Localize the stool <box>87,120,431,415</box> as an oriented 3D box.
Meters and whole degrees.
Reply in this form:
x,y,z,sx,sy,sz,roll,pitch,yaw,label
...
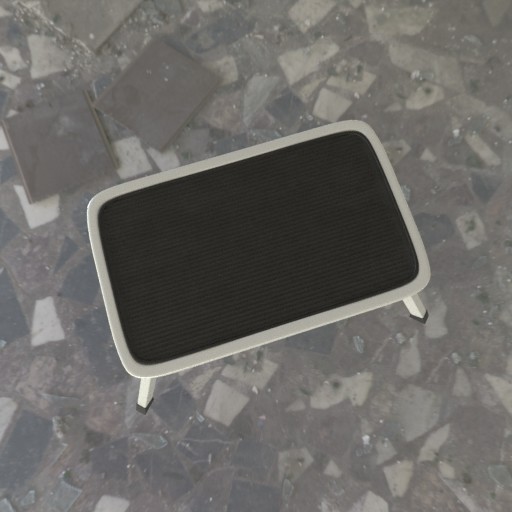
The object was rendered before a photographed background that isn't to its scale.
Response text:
x,y,z,sx,sy,sz,roll,pitch,yaw,label
0.000,0.000,0.615,0.460,0.170,0.320,-17,77,-4,stool
